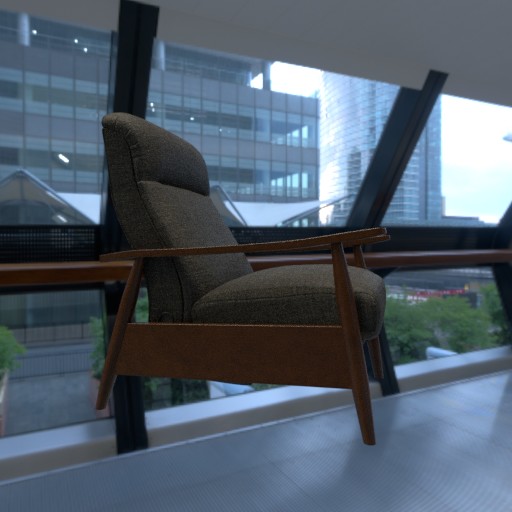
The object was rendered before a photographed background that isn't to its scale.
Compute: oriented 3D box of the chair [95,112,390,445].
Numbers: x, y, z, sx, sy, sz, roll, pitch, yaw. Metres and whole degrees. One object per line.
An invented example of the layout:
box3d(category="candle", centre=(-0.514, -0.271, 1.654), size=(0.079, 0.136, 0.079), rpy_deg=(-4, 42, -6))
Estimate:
box3d(category="chair", centre=(0.000, 0.000, 1.766), size=(1.014, 1.082, 0.762), rpy_deg=(0, 1, 18))
